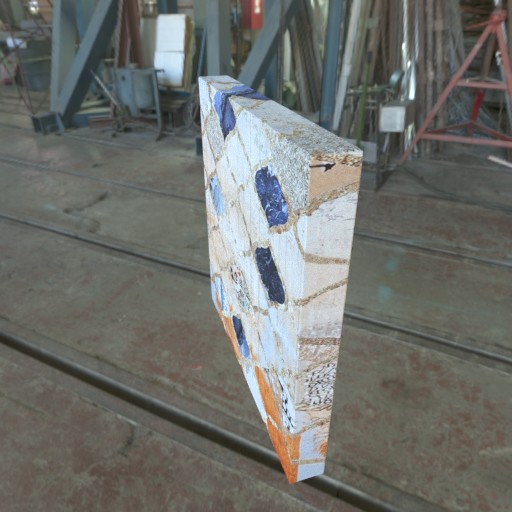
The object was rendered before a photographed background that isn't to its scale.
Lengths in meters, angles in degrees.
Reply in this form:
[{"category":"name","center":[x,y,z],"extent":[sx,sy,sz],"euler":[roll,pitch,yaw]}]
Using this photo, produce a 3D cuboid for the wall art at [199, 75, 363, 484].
[{"category":"wall art","center":[0.000,0.000,0.452],"extent":[0.036,0.304,0.303],"euler":[-9,31,-16]}]
